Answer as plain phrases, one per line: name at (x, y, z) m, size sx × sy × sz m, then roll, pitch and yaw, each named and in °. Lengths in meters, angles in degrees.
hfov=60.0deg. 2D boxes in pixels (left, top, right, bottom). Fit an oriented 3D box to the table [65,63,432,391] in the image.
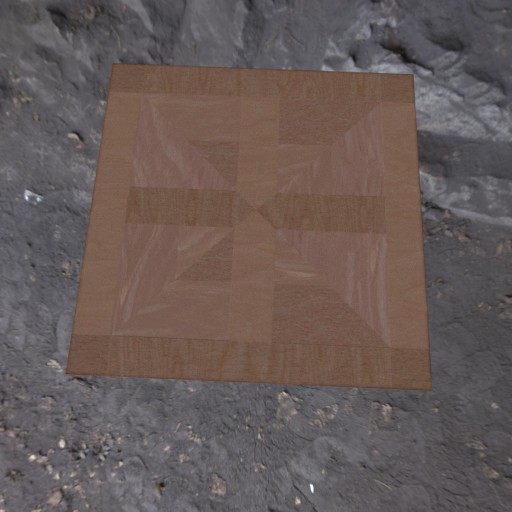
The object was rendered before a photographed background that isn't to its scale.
table at (0.000, 0.000, 1.123) m, size 0.610 × 0.638 × 0.612 m, roll 2°, pitch 75°, yaw 1°
